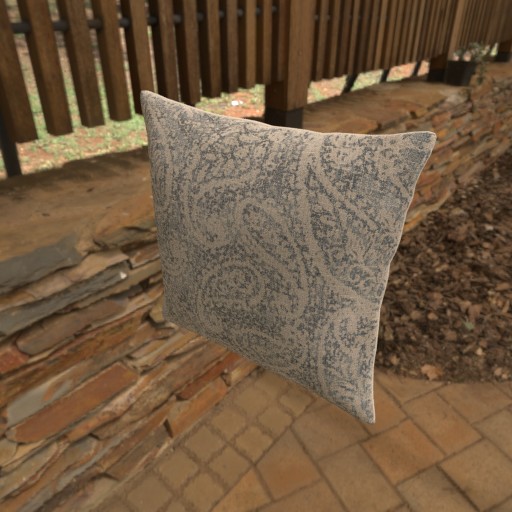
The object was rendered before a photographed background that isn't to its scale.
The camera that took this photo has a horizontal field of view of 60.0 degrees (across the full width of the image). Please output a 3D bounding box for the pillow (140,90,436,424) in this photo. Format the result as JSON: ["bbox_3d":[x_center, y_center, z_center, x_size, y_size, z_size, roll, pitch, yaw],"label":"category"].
[{"bbox_3d":[0.000,0.000,0.786,0.523,0.510,0.166,19,35,30],"label":"pillow"}]
